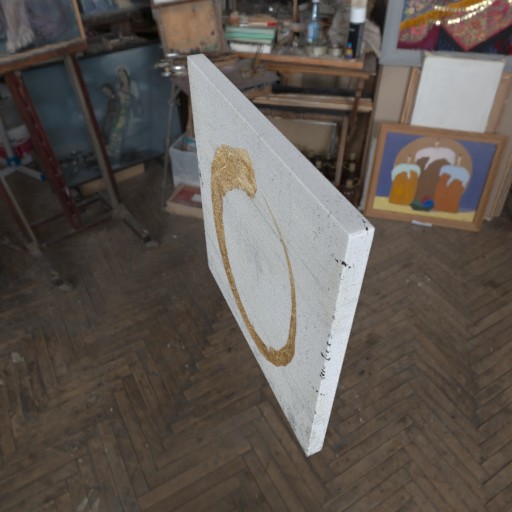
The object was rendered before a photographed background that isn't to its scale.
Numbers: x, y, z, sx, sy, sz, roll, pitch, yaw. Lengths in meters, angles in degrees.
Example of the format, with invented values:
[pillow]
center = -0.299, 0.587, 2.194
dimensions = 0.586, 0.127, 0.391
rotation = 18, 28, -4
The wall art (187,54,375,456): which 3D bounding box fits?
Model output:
[wall art]
center = 0.000, 0.000, 0.915
dimensions = 0.040, 0.611, 0.610
rotation = -17, 46, -17
